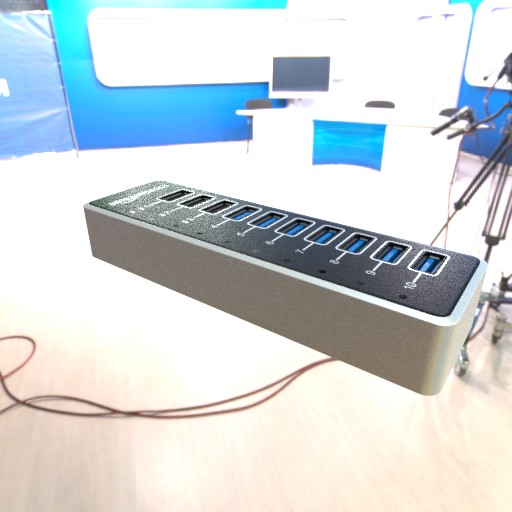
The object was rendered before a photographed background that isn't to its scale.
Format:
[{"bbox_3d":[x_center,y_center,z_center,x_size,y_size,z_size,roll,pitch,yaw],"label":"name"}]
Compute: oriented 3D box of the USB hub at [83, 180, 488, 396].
[{"bbox_3d":[0.000,0.000,0.162,0.145,0.023,0.044,18,32,31],"label":"USB hub"}]
